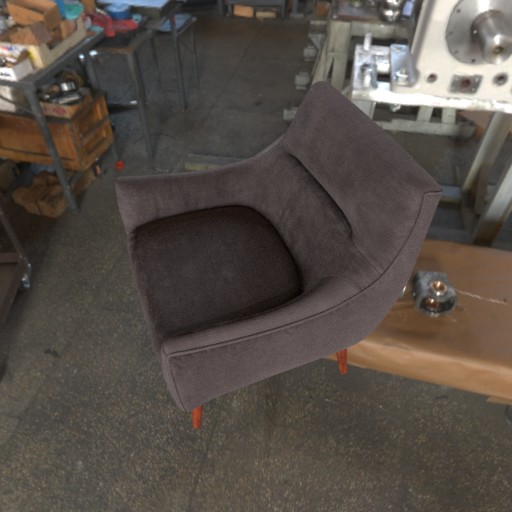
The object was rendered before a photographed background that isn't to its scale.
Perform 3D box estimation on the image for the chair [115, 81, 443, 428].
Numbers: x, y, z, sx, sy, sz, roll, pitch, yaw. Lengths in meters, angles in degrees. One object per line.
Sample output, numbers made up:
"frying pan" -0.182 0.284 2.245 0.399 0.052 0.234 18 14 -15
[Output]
"chair" 0.000 0.000 1.464 0.787 0.838 0.762 -16 48 -14
